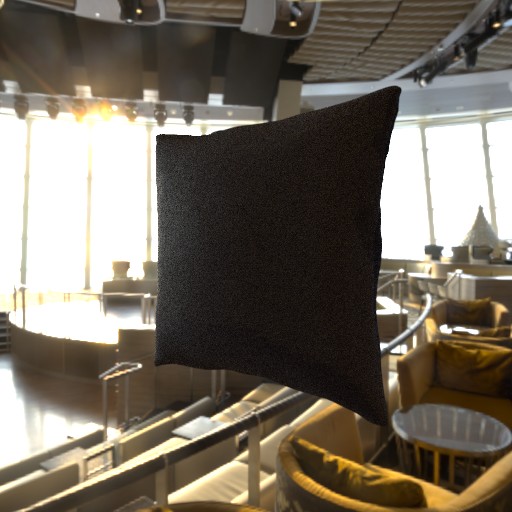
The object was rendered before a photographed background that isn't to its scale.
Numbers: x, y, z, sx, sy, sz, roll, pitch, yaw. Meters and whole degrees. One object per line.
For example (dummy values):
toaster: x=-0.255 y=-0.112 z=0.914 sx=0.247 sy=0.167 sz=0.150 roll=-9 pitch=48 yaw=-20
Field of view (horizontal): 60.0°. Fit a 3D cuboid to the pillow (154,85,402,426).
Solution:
pillow: x=0.000 y=0.000 z=0.698 sx=0.452 sy=0.439 sz=0.204 roll=1 pitch=3 yaw=35
